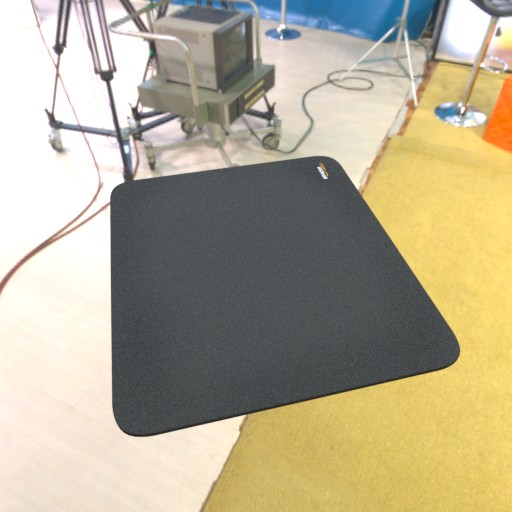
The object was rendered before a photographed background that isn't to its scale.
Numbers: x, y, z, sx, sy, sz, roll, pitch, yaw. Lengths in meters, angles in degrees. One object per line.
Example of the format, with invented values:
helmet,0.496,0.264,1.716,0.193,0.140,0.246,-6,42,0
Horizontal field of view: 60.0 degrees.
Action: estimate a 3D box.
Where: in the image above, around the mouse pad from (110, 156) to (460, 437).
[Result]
mouse pad,0.000,0.000,0.319,0.203,0.003,0.229,-10,46,-10
